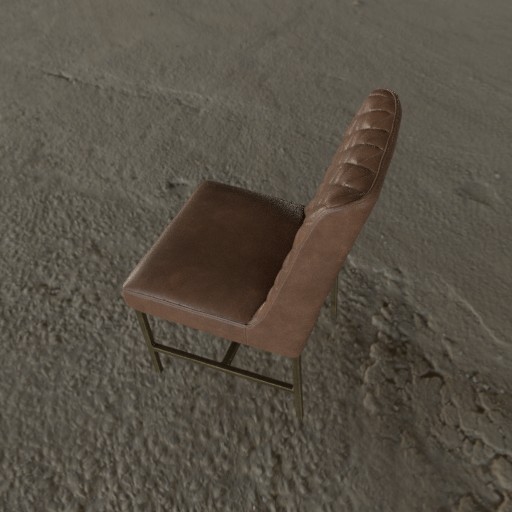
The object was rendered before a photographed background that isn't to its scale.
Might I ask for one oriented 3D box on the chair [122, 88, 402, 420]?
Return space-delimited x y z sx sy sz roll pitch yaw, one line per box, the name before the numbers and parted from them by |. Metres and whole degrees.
chair | 0.000 0.000 1.256 0.587 0.889 0.508 16 49 14
